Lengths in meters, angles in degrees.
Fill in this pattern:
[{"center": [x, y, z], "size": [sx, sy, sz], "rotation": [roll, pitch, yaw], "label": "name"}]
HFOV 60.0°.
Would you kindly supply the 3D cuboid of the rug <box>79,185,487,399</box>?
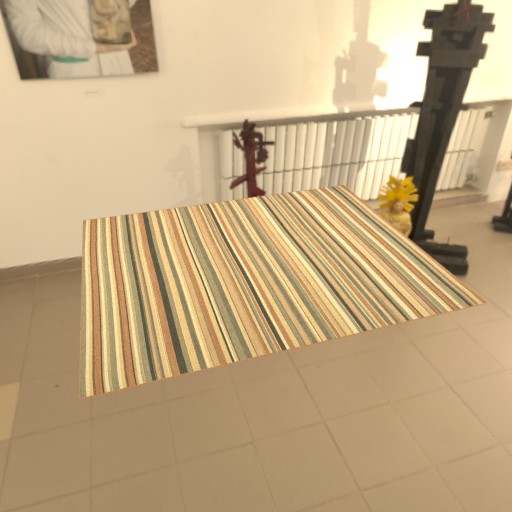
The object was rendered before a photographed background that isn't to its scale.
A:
[{"center": [0.000, 0.000, 4.068], "size": [3.045, 0.011, 2.436], "rotation": [-10, 34, -15], "label": "rug"}]
